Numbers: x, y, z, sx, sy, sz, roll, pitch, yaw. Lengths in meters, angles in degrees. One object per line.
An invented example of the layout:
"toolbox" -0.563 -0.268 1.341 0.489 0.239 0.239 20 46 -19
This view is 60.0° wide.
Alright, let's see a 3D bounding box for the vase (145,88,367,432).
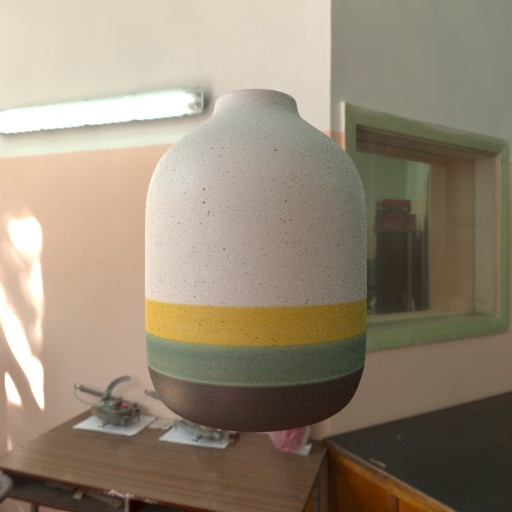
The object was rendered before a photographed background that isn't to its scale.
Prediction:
"vase" 0.000 0.000 0.348 0.169 0.240 0.169 0 0 0
